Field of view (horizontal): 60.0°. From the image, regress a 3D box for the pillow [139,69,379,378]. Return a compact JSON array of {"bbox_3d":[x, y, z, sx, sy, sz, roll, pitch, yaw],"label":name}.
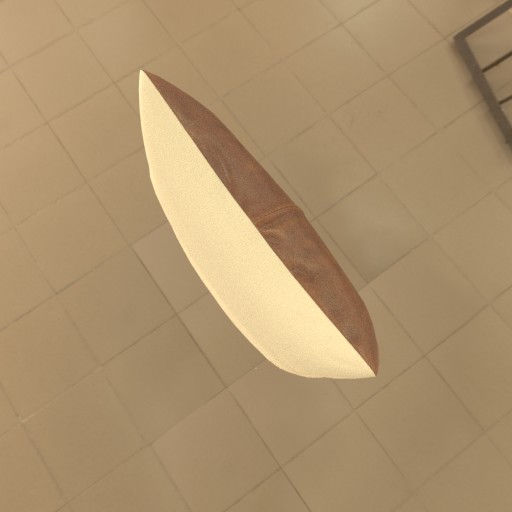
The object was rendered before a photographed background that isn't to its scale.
[{"bbox_3d":[0.000,0.000,0.741,0.192,0.470,0.484,-35,78,-8],"label":"pillow"}]
